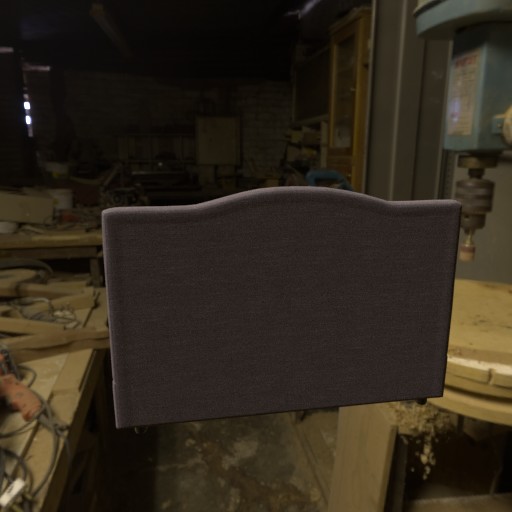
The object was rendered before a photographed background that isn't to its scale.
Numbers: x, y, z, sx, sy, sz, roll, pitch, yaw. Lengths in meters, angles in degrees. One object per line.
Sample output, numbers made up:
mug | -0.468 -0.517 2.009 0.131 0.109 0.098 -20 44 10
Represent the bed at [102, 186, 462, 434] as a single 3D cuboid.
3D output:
bed | 0.000 0.000 3.876 2.161 1.457 2.689 -2 15 -9
